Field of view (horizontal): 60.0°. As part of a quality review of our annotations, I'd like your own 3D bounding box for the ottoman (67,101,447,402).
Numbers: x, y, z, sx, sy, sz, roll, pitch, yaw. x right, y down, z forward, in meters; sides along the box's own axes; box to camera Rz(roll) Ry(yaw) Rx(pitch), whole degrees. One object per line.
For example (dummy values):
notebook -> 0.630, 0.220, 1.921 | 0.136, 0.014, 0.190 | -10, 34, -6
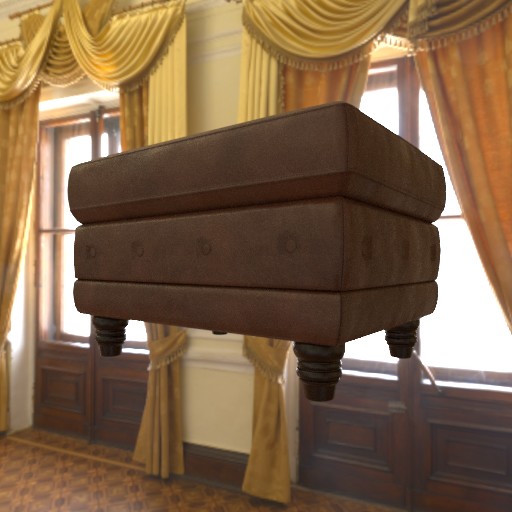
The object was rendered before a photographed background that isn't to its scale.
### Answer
ottoman -> 0.000, 0.000, 1.131 | 0.795, 0.509, 0.588 | -1, -1, 37
